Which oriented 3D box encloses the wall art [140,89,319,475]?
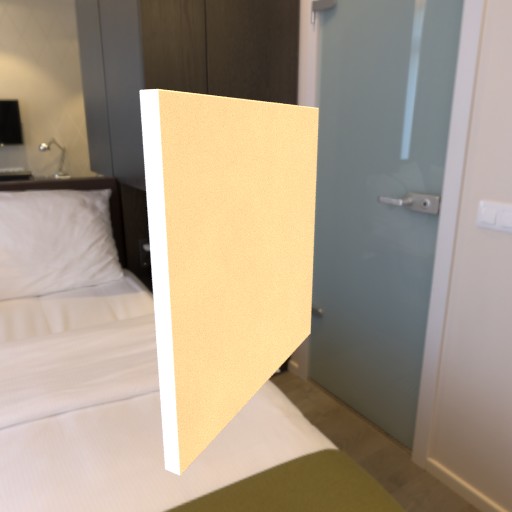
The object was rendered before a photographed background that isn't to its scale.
[{"bbox_3d":[0.000,0.000,1.158,0.040,0.762,0.762,8,18,26],"label":"wall art"}]
